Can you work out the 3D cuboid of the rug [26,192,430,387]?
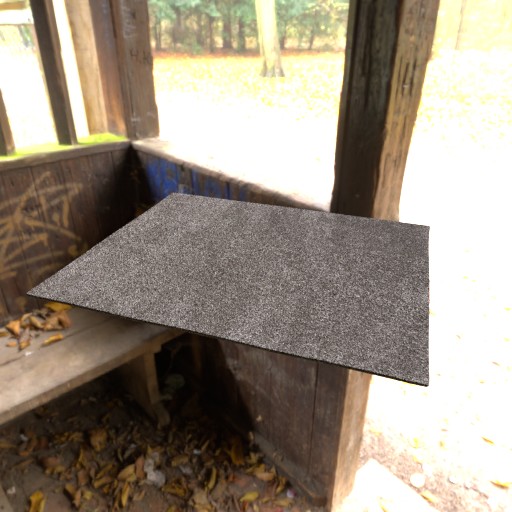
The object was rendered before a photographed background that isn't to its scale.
[{"bbox_3d":[0.000,0.000,4.043,3.000,0.025,2.401,9,30,17],"label":"rug"}]
